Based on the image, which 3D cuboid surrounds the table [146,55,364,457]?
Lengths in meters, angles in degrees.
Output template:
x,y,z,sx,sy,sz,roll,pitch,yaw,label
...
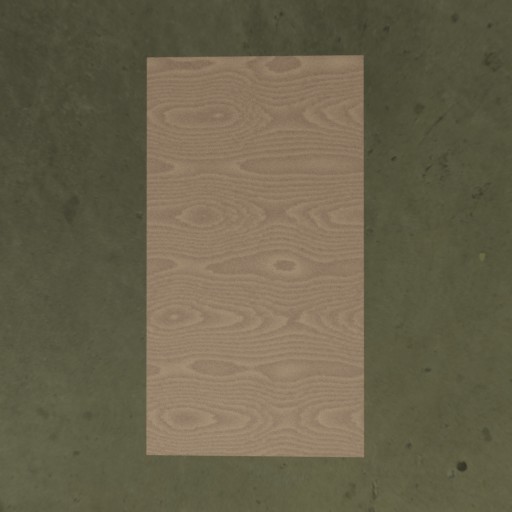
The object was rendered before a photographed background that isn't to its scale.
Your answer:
x,y,z,sx,sy,sz,roll,pitch,yaw,label
0.000,0.000,1.499,0.651,0.347,1.197,0,90,1,table
